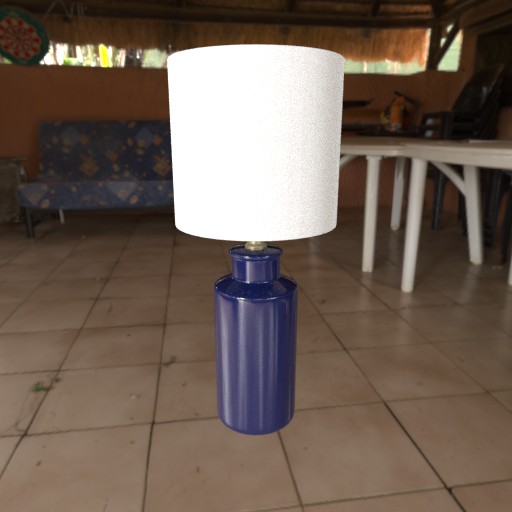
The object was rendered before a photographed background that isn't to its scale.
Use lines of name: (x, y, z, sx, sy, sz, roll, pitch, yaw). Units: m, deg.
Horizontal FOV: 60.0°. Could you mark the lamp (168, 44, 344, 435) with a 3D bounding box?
lamp: (0.000, 0.000, 0.606, 0.212, 0.493, 0.212, -3, 16, -9)
